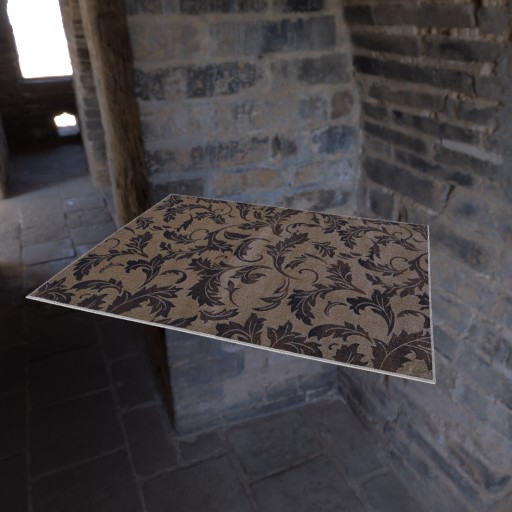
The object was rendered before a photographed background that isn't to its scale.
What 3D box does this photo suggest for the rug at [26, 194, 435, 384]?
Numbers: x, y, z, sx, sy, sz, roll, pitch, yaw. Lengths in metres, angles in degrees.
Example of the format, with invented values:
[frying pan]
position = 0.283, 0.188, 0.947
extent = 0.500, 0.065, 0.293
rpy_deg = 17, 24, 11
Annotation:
[rug]
position = 0.000, 0.000, 3.987
extent = 2.977, 0.008, 2.380
rpy_deg = 9, 30, 16
